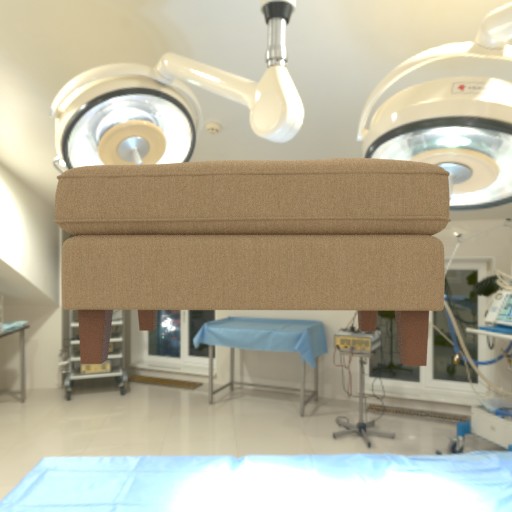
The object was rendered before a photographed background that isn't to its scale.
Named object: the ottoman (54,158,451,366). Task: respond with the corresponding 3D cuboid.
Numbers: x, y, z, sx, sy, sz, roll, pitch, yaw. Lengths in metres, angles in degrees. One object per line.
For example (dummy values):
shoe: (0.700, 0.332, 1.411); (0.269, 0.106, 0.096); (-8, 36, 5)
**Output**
ottoman: (0.000, 0.000, 1.325); (0.945, 0.521, 0.636); (0, 0, 1)
